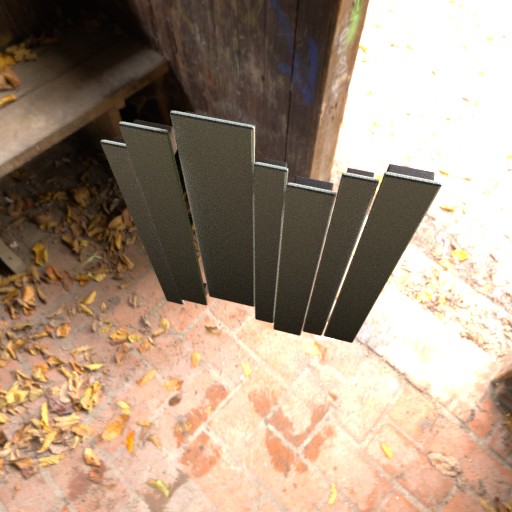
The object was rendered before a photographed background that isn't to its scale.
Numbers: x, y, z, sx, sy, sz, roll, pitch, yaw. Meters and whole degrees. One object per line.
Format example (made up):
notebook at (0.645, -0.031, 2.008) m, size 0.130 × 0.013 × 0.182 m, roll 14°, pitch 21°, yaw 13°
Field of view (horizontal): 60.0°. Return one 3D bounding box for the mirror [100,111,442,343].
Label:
mirror at (0.000, 0.000, 0.795) m, size 0.445 × 0.611 × 0.058 m, roll 12°, pitch 61°, yaw 7°
